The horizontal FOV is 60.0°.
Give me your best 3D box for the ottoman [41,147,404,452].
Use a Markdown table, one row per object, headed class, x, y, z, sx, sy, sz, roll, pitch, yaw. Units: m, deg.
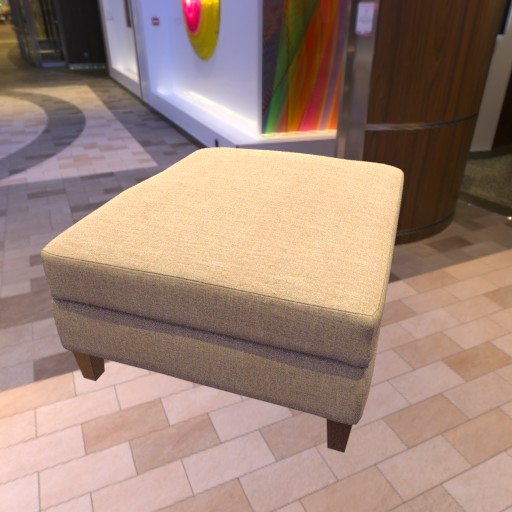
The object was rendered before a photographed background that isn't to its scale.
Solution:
| class | x | y | z | sx | sy | sz | roll | pitch | yaw |
| --- | --- | --- | --- | --- | --- | --- | --- | --- | --- |
| ottoman | 0.000 | 0.000 | 1.442 | 0.836 | 0.492 | 0.976 | 10 | 31 | 16 |
